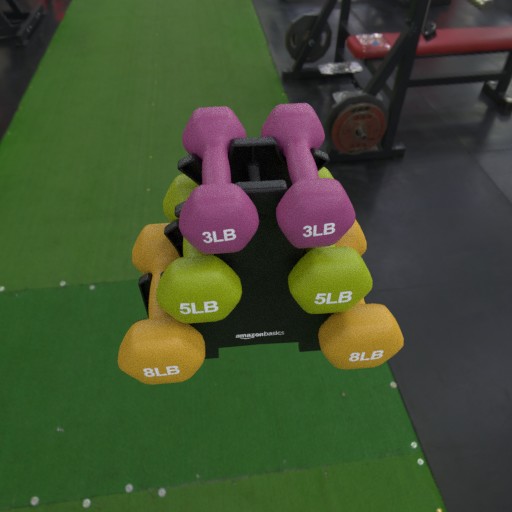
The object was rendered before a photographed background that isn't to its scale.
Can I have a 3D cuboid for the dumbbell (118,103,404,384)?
[{"bbox_3d":[0.000,0.000,0.472,0.300,0.271,0.190,-4,46,-3],"label":"dumbbell"}]
